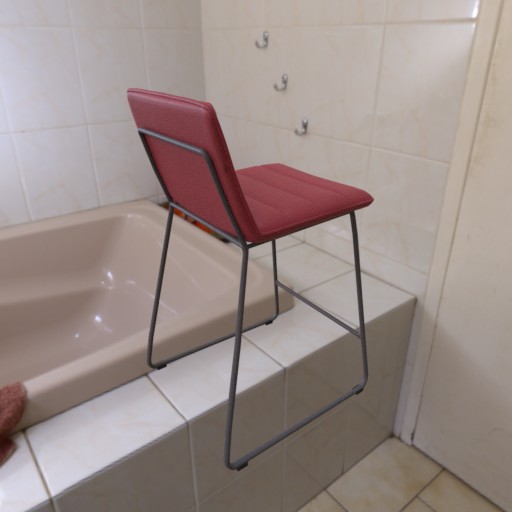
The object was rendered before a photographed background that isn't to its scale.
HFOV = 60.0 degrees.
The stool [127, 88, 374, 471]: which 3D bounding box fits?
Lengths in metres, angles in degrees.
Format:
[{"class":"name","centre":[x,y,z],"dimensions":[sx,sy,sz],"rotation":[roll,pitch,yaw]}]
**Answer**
[{"class":"stool","centre":[0.000,0.000,1.209],"dimensions":[0.524,0.866,0.489],"rotation":[-17,31,-32]}]
